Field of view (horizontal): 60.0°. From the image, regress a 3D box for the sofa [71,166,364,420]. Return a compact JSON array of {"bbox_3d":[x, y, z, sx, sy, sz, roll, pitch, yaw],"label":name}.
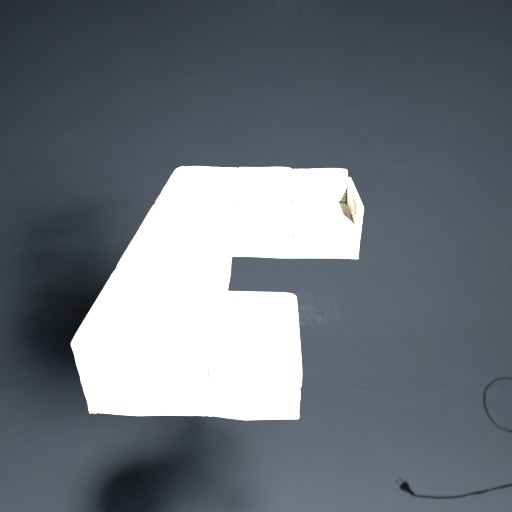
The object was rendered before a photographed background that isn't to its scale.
[{"bbox_3d":[0.000,0.000,4.580,2.448,0.882,3.464,1,30,1],"label":"sofa"}]
